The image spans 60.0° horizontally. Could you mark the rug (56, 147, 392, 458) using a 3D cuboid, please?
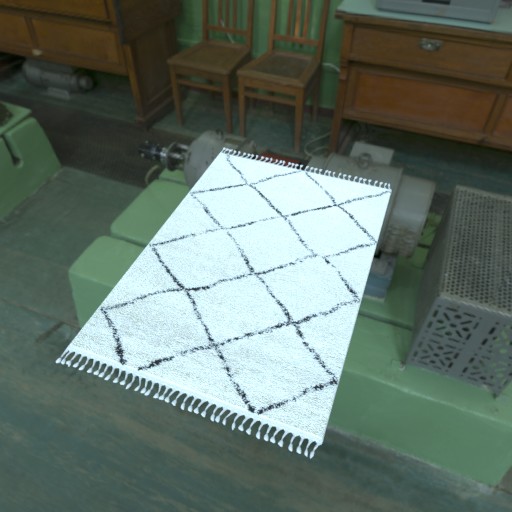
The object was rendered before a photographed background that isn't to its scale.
[{"bbox_3d":[0.000,0.000,3.007,1.494,0.031,2.307,15,48,14],"label":"rug"}]
